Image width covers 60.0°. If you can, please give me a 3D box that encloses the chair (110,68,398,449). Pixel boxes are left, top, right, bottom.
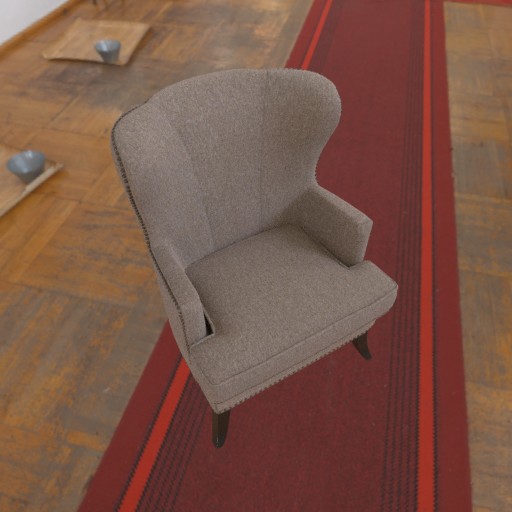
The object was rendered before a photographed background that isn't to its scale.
[{"bbox_3d":[0.000,0.000,1.606,0.759,1.060,0.758,-23,51,-20],"label":"chair"}]
